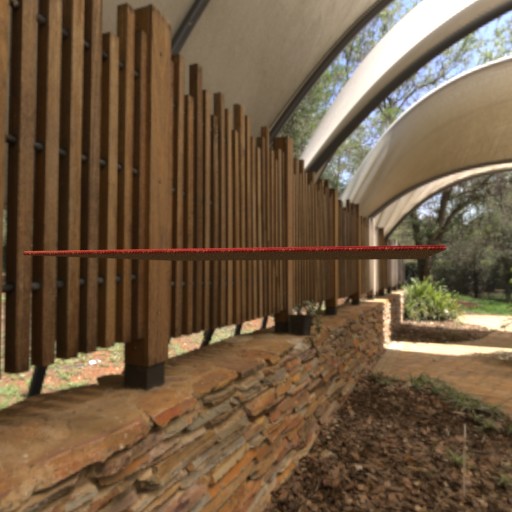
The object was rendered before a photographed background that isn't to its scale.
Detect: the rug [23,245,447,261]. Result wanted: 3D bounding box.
[{"bbox_3d":[0.000,0.000,3.925,2.905,0.028,2.340,-1,-2,18],"label":"rug"}]
